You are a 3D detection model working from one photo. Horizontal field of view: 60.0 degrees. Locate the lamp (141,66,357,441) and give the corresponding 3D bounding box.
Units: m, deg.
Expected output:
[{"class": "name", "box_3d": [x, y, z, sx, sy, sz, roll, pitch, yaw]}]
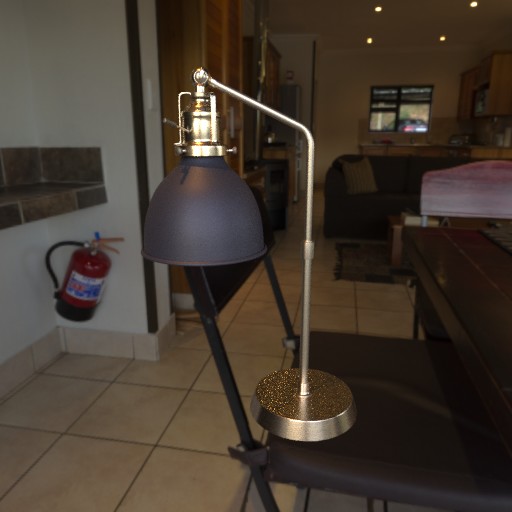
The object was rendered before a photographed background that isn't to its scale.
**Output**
[{"class": "lamp", "box_3d": [0.000, 0.000, 0.579, 0.291, 0.456, 0.160, -2, 15, -7]}]
